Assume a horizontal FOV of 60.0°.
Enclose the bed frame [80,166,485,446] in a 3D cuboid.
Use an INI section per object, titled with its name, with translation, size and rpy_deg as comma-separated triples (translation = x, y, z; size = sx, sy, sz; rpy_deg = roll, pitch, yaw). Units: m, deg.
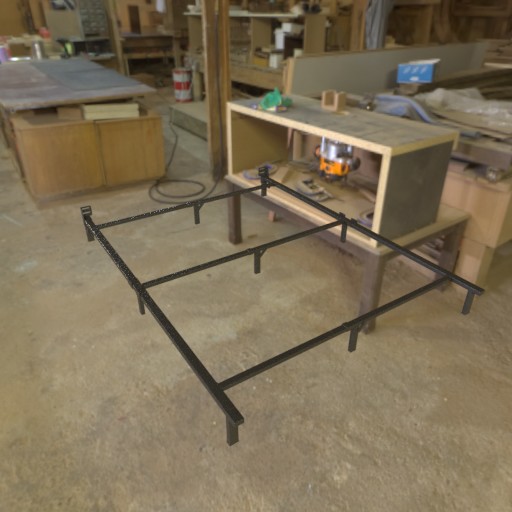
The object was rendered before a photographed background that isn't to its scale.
[bed frame]
translation = 0.000, 0.000, 2.643
size = 1.498, 0.248, 1.990
rpy_deg = -18, 35, -28
